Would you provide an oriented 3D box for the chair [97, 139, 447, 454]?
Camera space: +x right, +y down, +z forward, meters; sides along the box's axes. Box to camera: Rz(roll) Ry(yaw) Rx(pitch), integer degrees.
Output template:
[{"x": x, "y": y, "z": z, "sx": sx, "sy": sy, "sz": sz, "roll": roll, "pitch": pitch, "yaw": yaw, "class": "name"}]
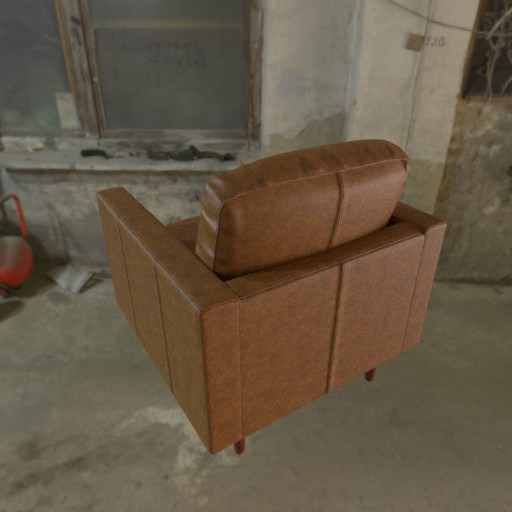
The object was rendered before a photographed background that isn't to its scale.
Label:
[{"x": 0.000, "y": 0.000, "z": 1.652, "sx": 0.890, "sy": 0.956, "sz": 0.909, "roll": -18, "pitch": 34, "yaw": -28, "class": "chair"}]
